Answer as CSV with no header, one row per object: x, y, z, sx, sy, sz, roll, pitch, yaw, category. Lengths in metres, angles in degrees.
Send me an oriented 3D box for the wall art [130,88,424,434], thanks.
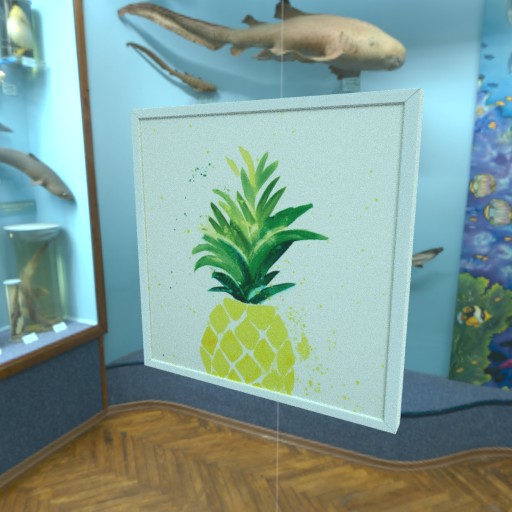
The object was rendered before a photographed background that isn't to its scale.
0.000,0.000,0.463,0.307,0.307,0.020,6,13,28,wall art
